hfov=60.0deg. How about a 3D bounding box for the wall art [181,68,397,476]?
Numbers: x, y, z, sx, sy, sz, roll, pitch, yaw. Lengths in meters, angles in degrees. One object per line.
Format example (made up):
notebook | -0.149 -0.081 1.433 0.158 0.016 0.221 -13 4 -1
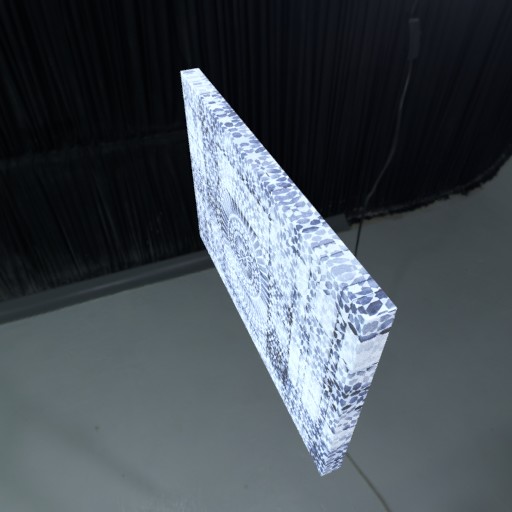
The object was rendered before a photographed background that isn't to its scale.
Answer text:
wall art | 0.000 0.000 1.129 0.057 0.608 0.911 -17 47 -16
